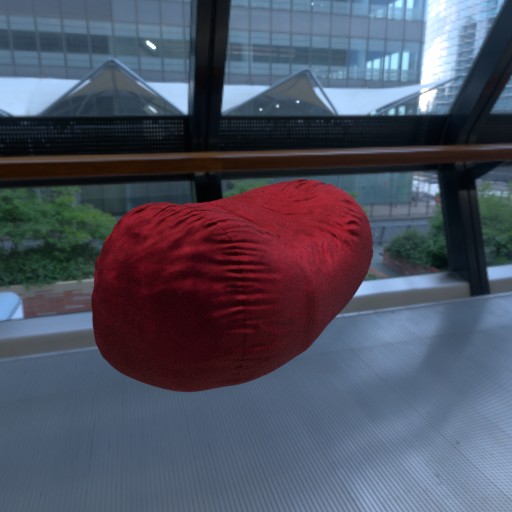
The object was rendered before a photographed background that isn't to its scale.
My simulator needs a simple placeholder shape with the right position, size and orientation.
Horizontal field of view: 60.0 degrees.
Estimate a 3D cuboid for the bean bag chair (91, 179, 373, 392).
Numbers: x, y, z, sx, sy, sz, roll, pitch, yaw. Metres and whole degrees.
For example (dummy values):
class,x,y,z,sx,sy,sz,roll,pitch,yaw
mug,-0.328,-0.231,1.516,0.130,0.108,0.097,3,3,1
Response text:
class,x,y,z,sx,sy,sz,roll,pitch,yaw
bean bag chair,0.000,0.000,2.852,1.216,0.867,2.293,8,16,28
